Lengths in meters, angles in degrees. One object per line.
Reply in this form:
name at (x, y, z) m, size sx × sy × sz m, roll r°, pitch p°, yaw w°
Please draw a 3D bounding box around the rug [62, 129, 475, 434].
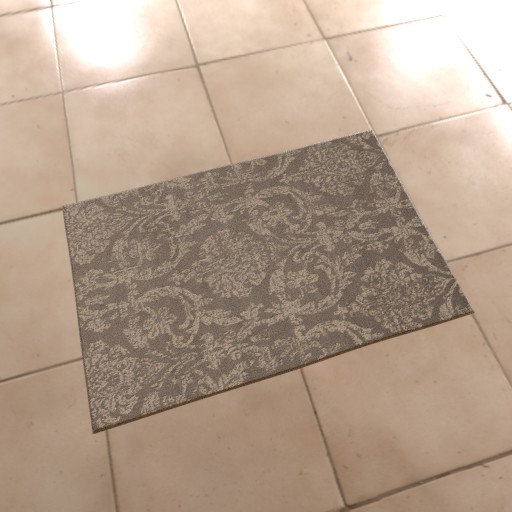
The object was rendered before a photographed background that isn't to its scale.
rug at (0.000, 0.000, 2.260) m, size 1.824 × 0.012 × 1.206 m, roll -16°, pitch 64°, yaw -8°
